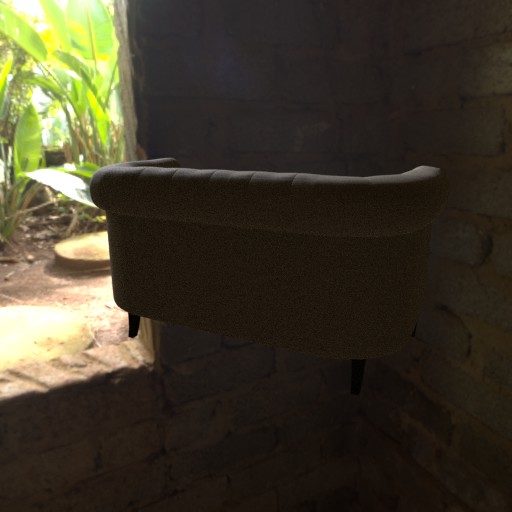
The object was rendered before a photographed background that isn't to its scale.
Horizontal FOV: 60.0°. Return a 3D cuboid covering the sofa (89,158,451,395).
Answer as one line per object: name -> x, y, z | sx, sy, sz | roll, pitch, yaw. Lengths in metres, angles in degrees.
sofa -> 0.000, 0.000, 2.037 | 1.558, 0.827, 0.835 | 8, 17, 25
